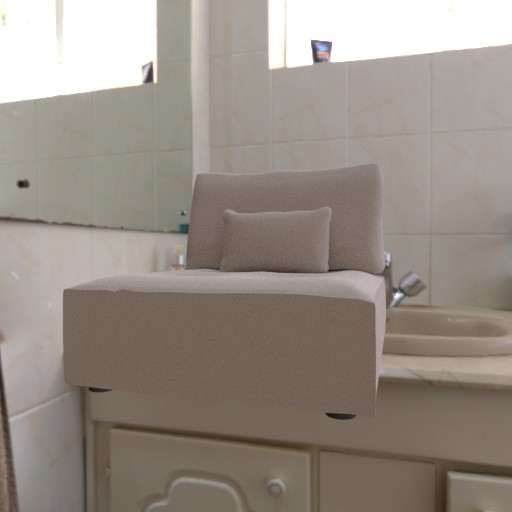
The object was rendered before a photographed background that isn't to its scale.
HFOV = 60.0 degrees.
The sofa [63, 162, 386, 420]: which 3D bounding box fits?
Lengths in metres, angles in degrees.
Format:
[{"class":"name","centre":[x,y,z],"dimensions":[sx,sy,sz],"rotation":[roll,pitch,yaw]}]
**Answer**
[{"class":"sofa","centre":[0.000,0.000,1.692],"dimensions":[0.935,0.828,1.000],"rotation":[0,0,18]}]
